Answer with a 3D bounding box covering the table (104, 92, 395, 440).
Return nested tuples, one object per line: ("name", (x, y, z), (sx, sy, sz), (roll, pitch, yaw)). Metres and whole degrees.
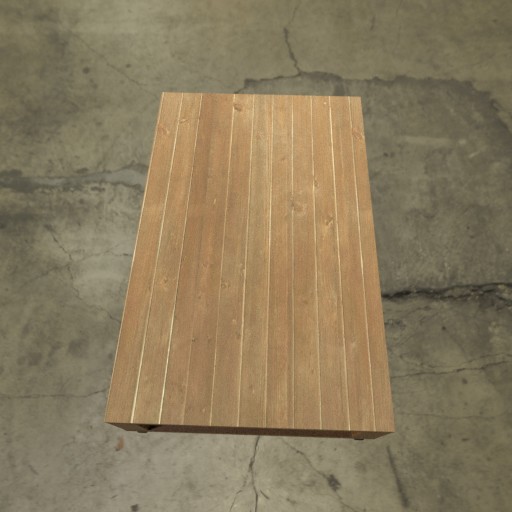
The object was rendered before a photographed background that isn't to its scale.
("table", (0.000, 0.000, 1.735), (0.827, 0.413, 1.299), (2, 63, 1))
